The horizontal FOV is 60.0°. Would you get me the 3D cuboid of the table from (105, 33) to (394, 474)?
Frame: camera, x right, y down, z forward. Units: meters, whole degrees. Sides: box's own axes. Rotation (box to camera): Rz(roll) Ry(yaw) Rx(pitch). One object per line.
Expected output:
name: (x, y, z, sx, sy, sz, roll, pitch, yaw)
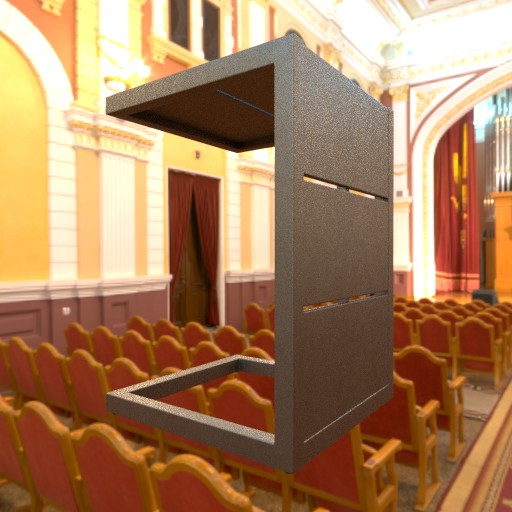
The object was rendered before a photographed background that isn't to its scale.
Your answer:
table: (0.000, 0.000, 0.889, 0.420, 0.609, 0.405, 0, 0, 36)
